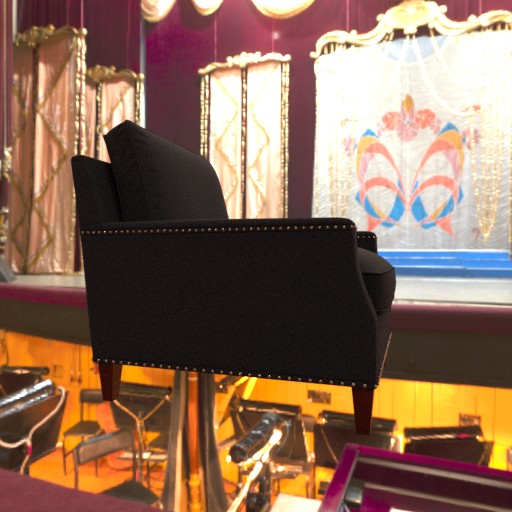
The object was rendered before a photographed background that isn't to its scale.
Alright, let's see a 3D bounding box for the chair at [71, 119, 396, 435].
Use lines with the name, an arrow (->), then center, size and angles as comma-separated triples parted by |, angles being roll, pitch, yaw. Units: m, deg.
chair -> 0.000, 0.000, 1.695 | 1.014, 0.943, 0.853 | 0, 0, 19
